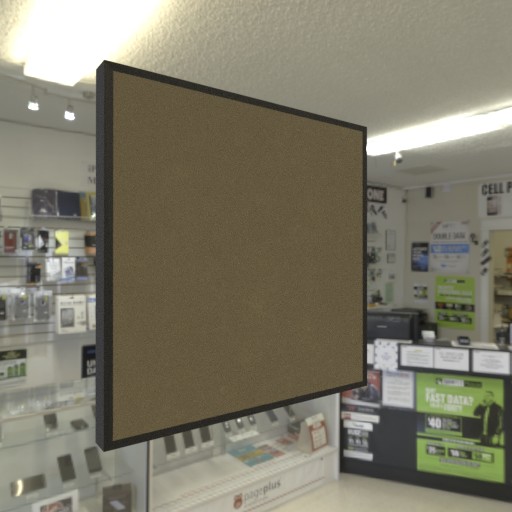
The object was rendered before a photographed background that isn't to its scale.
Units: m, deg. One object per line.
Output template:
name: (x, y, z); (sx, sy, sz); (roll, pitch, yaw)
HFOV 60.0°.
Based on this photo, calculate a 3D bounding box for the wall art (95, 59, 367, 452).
wall art: (0.000, 0.000, 0.735); (0.509, 0.507, 0.037); (0, 0, -36)
